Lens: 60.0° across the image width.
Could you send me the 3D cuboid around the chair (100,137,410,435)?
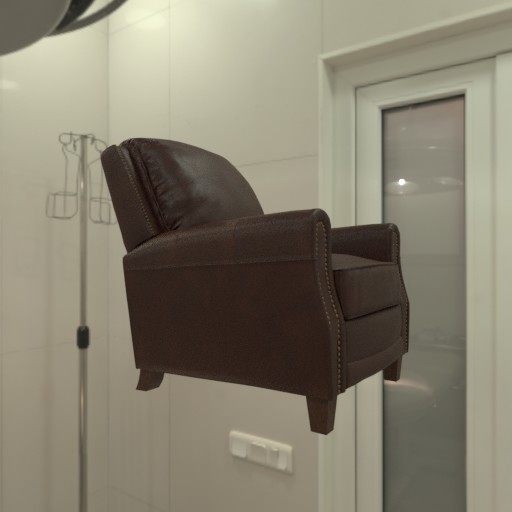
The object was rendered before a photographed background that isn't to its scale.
[{"bbox_3d":[0.000,0.000,1.817,1.089,1.022,0.826,0,0,35],"label":"chair"}]
